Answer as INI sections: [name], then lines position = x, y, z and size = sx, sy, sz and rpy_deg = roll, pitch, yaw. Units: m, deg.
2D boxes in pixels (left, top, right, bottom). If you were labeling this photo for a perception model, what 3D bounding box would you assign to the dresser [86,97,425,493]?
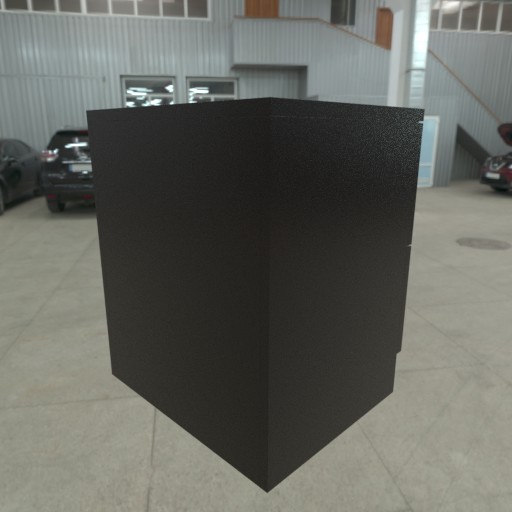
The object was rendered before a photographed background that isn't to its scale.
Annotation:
[dresser]
position = 0.000, 0.000, 0.750
size = 0.400, 0.470, 0.360
rpy_deg = 15, 22, 43
